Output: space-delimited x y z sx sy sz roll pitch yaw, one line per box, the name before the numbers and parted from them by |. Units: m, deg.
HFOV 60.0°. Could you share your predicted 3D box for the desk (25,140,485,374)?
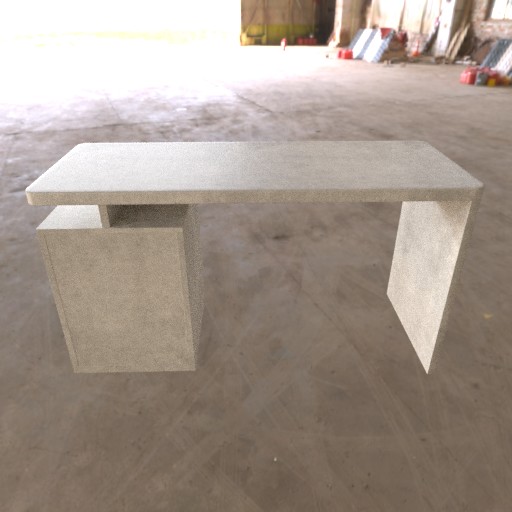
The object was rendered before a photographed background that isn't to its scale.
desk | 0.000 0.000 1.739 1.400 0.755 0.550 -1 29 -1
